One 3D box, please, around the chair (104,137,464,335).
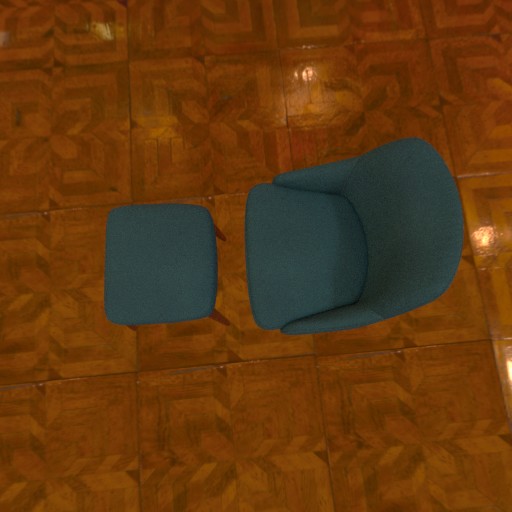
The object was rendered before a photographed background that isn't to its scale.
[{"bbox_3d":[0.000,0.000,1.602,1.114,0.866,0.584,-3,76,-1],"label":"chair"}]
